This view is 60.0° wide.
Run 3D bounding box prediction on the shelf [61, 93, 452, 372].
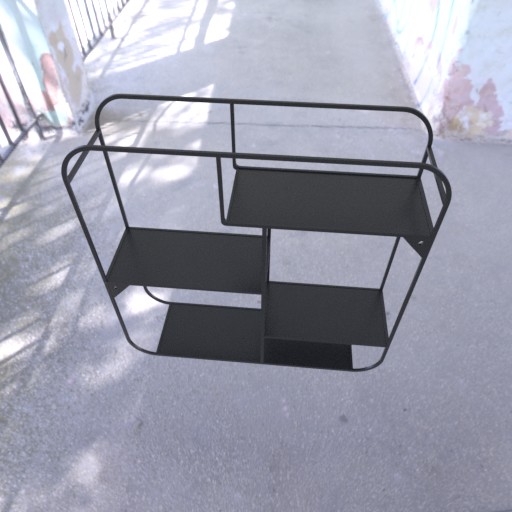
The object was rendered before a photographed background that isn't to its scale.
[{"bbox_3d":[0.000,0.000,0.910,0.600,0.600,0.160,4,48,4],"label":"shelf"}]
